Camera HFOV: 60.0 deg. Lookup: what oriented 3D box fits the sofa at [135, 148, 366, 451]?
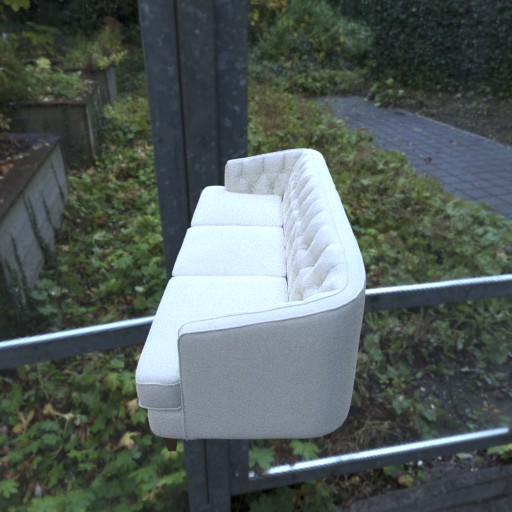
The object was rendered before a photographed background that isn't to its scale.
[{"bbox_3d":[0.000,0.000,2.726,0.941,0.855,2.278,1,28,1],"label":"sofa"}]
